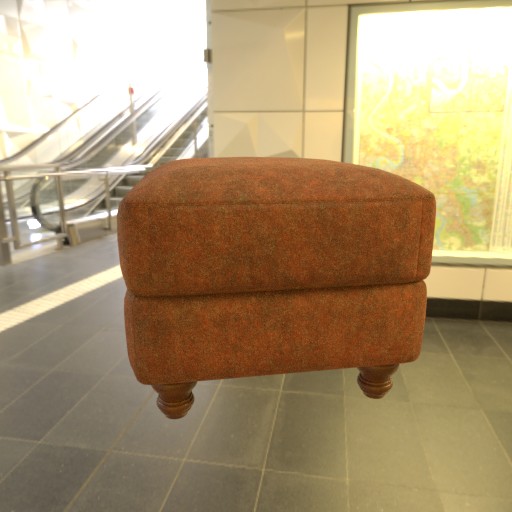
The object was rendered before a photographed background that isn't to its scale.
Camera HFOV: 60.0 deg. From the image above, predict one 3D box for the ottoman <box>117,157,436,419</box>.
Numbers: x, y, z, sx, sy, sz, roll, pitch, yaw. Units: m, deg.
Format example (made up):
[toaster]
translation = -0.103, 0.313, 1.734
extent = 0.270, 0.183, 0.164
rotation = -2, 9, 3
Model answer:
[ottoman]
translation = 0.000, 0.000, 1.171
extent = 0.635, 0.508, 0.787
rotation = -2, 14, -9
